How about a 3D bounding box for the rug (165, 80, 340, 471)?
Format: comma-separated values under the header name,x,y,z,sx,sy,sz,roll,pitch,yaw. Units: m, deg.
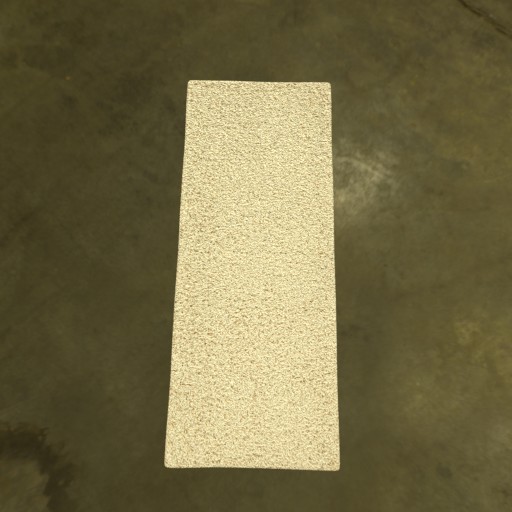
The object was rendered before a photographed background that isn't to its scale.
name,x,y,z,sx,sy,sz,roll,pitch,yaw
rug,0.000,0.000,1.717,0.609,0.030,1.524,1,77,0
